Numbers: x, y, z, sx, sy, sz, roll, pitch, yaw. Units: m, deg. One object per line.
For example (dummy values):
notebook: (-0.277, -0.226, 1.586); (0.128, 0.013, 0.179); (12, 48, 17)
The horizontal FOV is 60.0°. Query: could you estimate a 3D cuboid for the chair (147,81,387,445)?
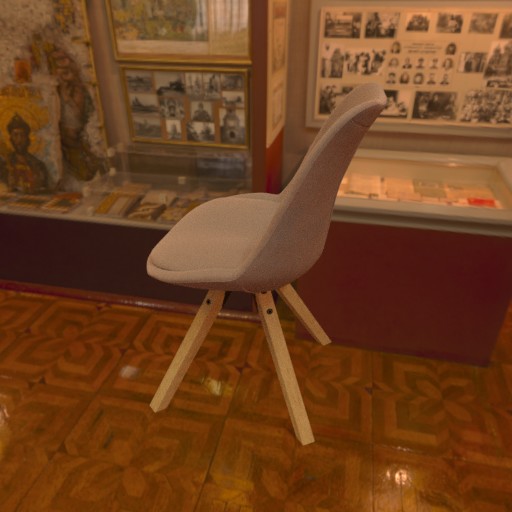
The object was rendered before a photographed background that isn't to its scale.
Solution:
chair: (0.000, 0.000, 1.163); (0.550, 0.850, 0.485); (7, 31, 13)
